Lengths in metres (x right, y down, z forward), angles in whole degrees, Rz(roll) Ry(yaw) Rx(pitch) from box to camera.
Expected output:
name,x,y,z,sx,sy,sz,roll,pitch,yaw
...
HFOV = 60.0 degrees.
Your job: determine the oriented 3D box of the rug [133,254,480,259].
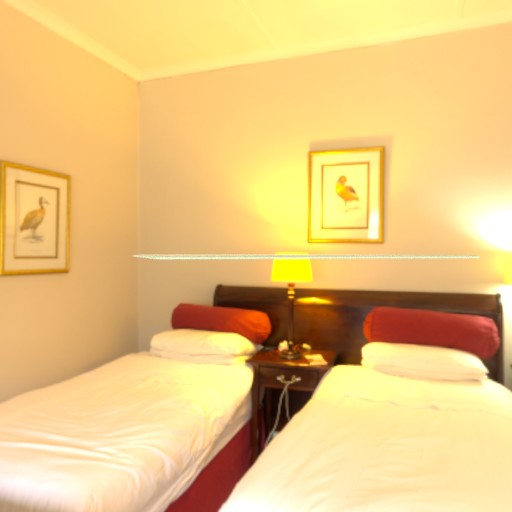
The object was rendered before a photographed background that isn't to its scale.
name,x,y,z,sx,sy,sz,roll,pitch,yaw
rug,0.000,0.000,3.568,1.819,0.018,2.746,0,0,-18
